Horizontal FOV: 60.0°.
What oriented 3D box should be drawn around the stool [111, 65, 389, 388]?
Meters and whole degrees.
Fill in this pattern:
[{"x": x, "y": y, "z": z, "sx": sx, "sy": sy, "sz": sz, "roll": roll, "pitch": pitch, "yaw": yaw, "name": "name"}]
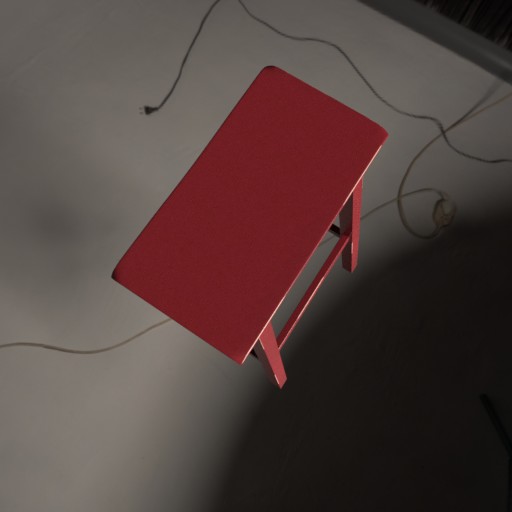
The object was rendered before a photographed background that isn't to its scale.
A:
[{"x": 0.000, "y": 0.000, "z": 1.053, "sx": 0.476, "sy": 0.737, "sz": 0.457, "roll": 32, "pitch": 78, "yaw": 7, "name": "stool"}]
